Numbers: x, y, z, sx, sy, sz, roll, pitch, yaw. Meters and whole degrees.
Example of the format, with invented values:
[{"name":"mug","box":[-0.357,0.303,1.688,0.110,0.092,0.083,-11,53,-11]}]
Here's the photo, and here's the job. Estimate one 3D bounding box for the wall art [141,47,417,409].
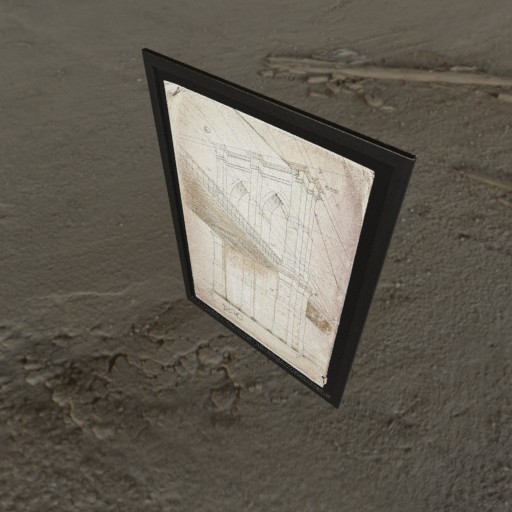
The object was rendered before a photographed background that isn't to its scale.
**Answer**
[{"name":"wall art","box":[0.000,0.000,1.258,0.707,0.967,0.013,32,54,26]}]
